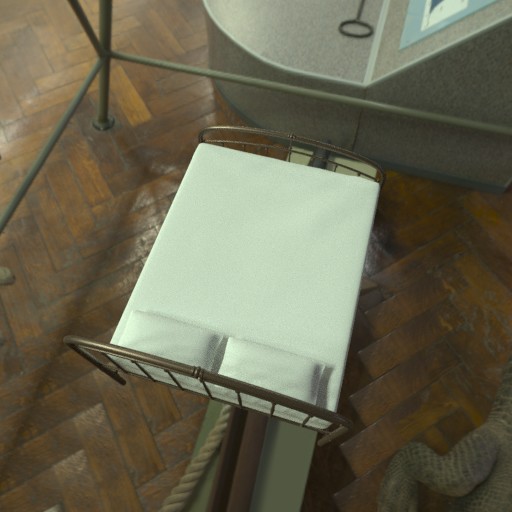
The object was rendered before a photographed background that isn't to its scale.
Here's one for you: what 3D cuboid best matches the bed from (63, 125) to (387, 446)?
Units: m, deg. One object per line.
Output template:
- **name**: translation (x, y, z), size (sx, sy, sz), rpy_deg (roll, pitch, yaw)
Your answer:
- **bed**: translation (0.000, 0.000, 3.315), size (1.711, 1.475, 2.168), rpy_deg (14, 64, 7)
